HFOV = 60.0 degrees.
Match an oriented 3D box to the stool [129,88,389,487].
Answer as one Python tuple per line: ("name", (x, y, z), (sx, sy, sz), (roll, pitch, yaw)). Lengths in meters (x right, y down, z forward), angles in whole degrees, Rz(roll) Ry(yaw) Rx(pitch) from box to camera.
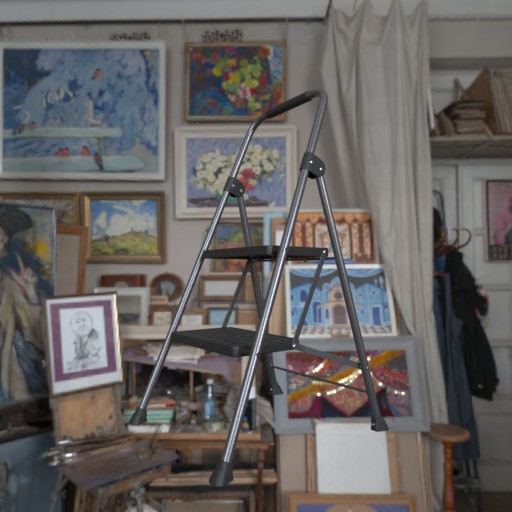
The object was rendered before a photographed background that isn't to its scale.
("stool", (0.000, 0.000, 1.155), (0.514, 0.872, 0.450), (2, -3, -37))
